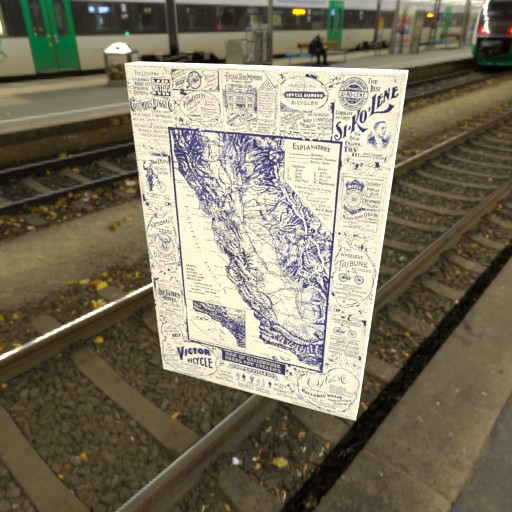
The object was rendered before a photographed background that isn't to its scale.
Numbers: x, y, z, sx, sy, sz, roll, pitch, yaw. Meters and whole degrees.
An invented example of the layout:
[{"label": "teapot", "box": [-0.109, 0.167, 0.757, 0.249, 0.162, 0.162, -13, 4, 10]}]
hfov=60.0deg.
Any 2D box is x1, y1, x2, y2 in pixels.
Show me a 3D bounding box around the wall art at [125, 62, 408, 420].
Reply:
[{"label": "wall art", "box": [0.000, 0.000, 0.477, 0.255, 0.376, 0.025, 10, 29, 18]}]
